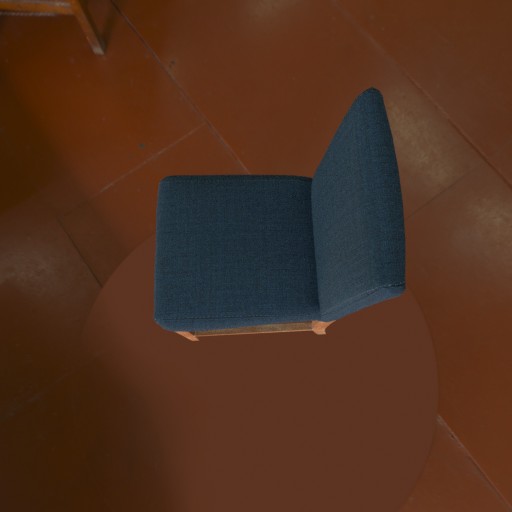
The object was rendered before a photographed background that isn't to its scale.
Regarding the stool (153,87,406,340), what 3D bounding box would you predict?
[{"bbox_3d":[0.000,0.000,1.351,0.567,1.039,0.454,-2,75,-1],"label":"stool"}]
